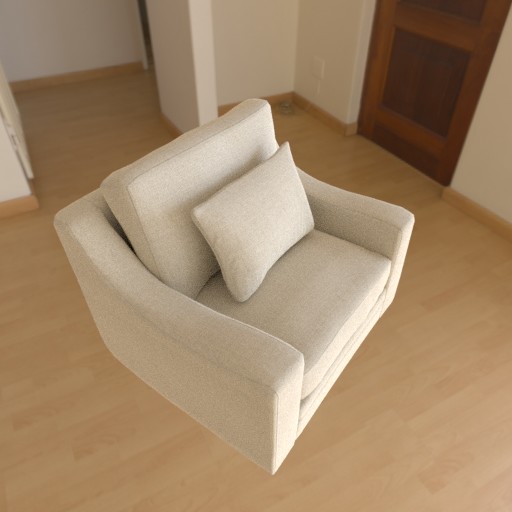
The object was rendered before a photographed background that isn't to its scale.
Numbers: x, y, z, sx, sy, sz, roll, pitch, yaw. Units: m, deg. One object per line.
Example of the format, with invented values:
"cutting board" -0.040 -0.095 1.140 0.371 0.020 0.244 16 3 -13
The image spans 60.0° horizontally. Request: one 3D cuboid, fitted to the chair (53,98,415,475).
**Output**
"chair" 0.000 0.000 1.944 1.009 1.016 1.178 26 47 27
